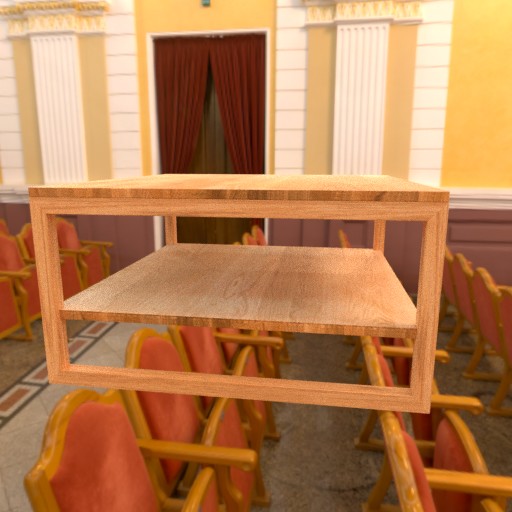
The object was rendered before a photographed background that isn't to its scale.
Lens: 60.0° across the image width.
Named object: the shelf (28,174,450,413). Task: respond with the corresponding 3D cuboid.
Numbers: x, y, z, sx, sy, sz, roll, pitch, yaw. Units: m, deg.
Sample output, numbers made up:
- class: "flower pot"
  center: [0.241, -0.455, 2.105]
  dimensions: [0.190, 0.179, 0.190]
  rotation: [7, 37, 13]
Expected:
- class: "shelf"
  center: [0.000, 0.000, 1.412]
  dimensions: [0.899, 0.480, 0.899]
  rotation: [2, 12, 8]
